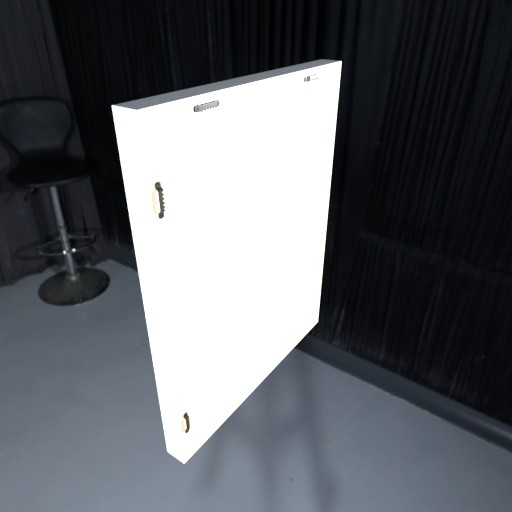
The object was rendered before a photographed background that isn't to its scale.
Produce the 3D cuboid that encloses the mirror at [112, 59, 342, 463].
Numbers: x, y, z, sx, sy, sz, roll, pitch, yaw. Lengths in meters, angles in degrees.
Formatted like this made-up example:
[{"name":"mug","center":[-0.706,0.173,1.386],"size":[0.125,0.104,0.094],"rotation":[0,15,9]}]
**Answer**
[{"name":"mirror","center":[0.000,0.000,0.674],"size":[0.041,0.509,0.406],"rotation":[20,36,30]}]
